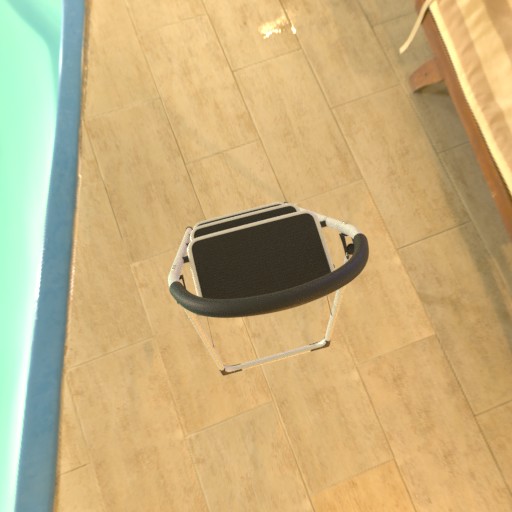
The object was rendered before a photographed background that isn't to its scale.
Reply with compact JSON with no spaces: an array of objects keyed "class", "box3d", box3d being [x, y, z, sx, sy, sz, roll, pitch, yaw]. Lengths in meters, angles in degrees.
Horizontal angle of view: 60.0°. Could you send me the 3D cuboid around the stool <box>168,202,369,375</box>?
[{"class":"stool","box3d":[0.000,0.000,1.423,0.485,1.109,0.676,-15,77,-3]}]
